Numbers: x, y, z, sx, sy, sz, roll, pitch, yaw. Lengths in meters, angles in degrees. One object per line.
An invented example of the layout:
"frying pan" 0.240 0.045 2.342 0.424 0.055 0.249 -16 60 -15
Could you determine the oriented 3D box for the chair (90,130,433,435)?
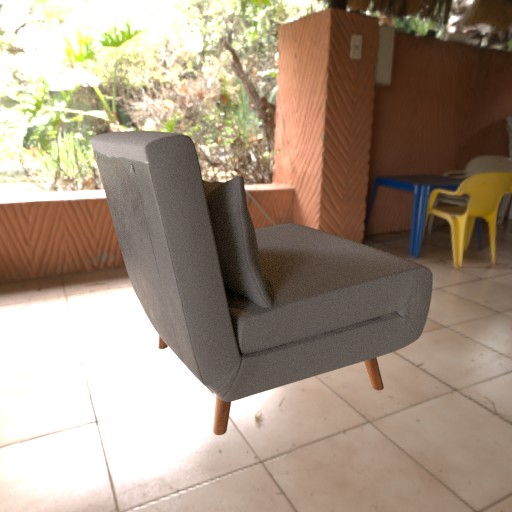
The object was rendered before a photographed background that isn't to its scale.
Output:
"chair" 0.000 0.000 1.483 0.902 0.808 0.770 -8 18 -26
